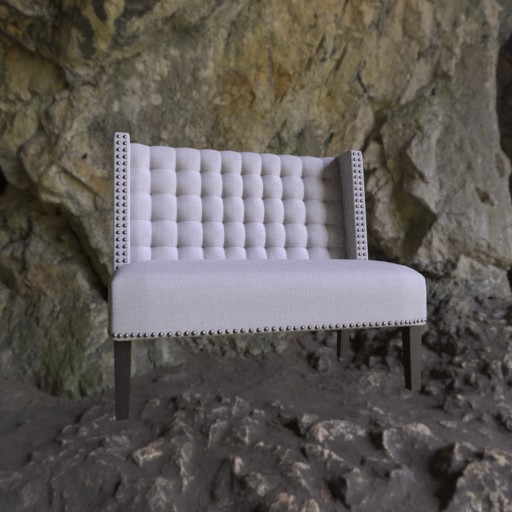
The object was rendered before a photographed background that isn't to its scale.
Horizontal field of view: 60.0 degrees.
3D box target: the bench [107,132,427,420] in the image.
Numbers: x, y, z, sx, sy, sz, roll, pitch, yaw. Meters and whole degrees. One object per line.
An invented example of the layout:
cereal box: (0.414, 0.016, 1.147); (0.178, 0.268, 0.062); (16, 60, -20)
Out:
bench: (0.000, 0.000, 2.037); (1.280, 1.123, 0.847); (0, 0, -17)
